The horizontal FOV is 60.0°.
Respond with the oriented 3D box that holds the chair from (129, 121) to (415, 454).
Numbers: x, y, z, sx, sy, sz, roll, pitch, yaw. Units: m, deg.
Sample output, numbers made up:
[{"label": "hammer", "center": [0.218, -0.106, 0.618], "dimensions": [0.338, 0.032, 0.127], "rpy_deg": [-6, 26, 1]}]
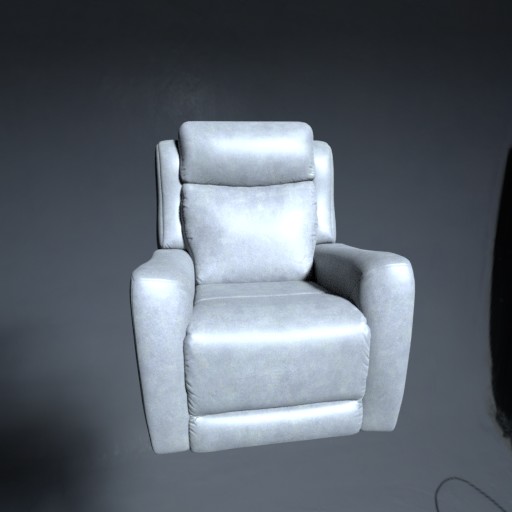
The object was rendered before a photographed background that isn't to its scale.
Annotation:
[{"label": "chair", "center": [0.000, 0.000, 1.885], "dimensions": [0.967, 1.116, 1.068], "rpy_deg": [-2, 16, -8]}]
